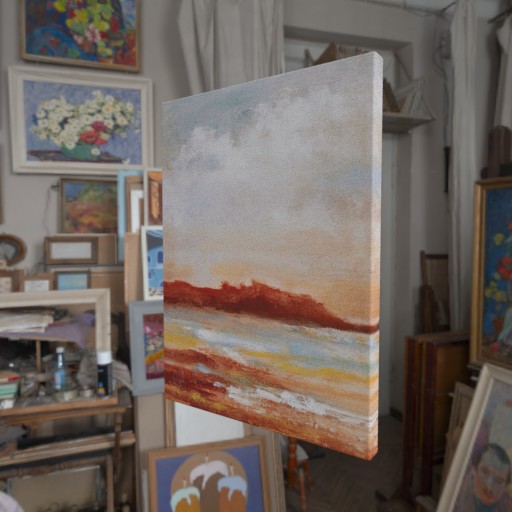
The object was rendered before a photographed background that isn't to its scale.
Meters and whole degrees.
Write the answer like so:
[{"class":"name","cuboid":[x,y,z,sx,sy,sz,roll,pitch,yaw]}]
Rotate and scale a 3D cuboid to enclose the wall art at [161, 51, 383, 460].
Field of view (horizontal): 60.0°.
[{"class":"wall art","cuboid":[0.000,0.000,0.792,0.443,0.605,0.035,2,4,35]}]
